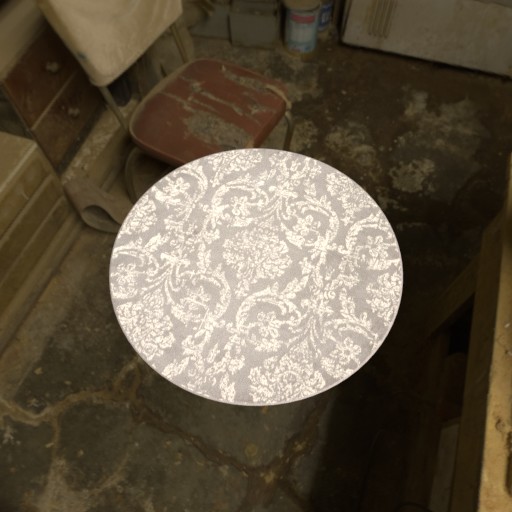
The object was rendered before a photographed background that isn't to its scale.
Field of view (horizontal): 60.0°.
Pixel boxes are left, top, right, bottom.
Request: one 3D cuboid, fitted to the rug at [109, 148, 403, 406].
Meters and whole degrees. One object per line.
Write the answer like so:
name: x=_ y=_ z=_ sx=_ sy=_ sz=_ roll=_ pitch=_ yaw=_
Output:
rug: x=0.000 y=0.000 z=2.436 sx=1.593 sy=0.012 sz=1.593 roll=0 pitch=60 yaw=0
